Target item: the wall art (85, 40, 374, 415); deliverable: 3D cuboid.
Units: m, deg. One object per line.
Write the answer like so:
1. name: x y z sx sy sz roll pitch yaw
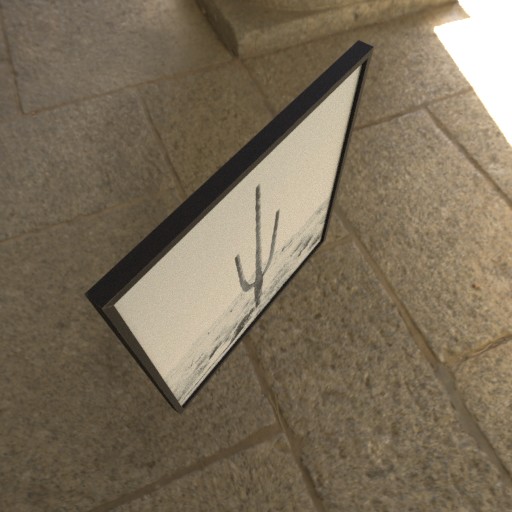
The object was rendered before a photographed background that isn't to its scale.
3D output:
1. wall art: 0.000 0.000 1.118 0.038 0.762 0.762 34 65 18
